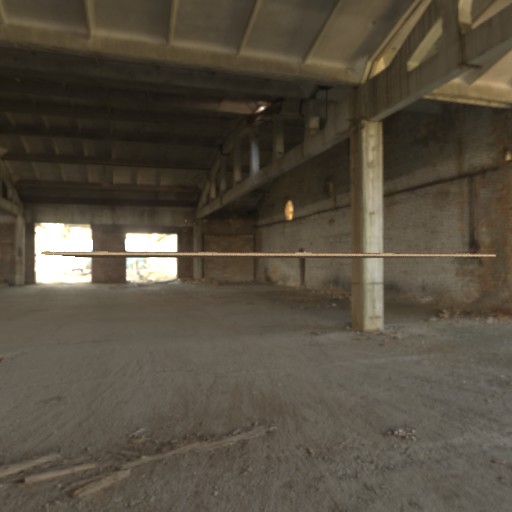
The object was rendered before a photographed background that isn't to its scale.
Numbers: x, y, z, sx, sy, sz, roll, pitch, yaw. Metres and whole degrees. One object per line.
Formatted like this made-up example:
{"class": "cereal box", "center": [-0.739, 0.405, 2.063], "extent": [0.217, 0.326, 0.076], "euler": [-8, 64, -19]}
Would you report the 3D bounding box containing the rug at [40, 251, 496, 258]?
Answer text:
{"class": "rug", "center": [0.000, 0.000, 2.845], "extent": [2.286, 0.016, 1.555], "euler": [0, -1, -17]}
